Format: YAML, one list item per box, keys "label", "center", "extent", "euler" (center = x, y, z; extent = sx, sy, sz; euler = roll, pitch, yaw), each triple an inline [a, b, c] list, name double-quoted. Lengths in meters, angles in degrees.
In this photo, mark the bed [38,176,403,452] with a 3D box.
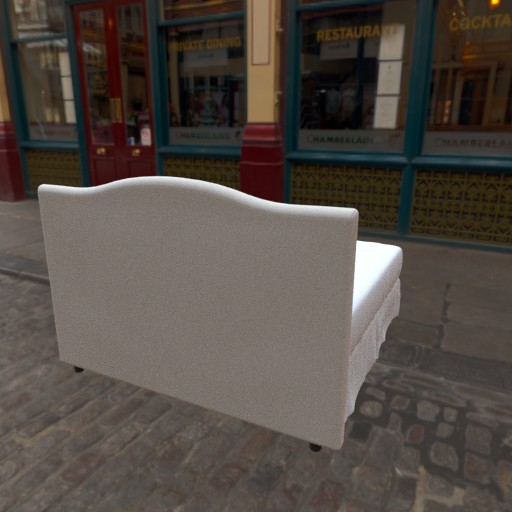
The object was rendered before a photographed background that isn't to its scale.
- label: "bed"
  center: [0.000, 0.000, 3.491]
  extent: [2.083, 1.421, 2.182]
  euler: [8, 18, 26]
